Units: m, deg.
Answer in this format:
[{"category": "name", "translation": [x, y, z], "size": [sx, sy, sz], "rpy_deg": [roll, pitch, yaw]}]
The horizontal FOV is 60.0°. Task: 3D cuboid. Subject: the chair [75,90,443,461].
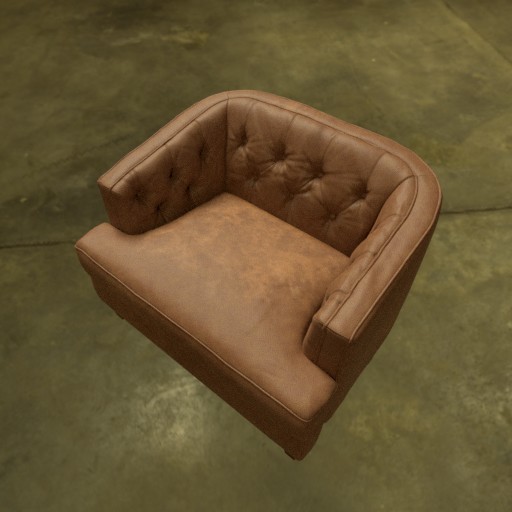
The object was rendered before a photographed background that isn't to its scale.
[{"category": "chair", "translation": [0.000, 0.000, 1.727], "size": [1.119, 0.836, 0.911], "rpy_deg": [31, 54, 26]}]
